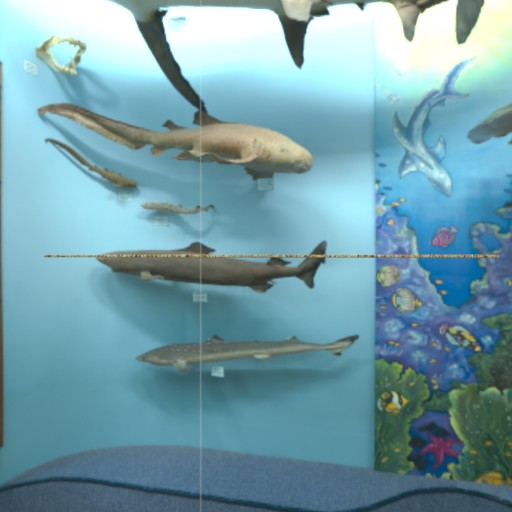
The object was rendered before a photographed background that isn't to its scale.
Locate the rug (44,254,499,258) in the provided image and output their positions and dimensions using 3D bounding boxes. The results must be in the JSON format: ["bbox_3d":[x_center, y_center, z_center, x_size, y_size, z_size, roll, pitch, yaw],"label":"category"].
[{"bbox_3d":[0.000,0.000,2.414,2.237,0.014,0.680,0,0,18],"label":"rug"}]
